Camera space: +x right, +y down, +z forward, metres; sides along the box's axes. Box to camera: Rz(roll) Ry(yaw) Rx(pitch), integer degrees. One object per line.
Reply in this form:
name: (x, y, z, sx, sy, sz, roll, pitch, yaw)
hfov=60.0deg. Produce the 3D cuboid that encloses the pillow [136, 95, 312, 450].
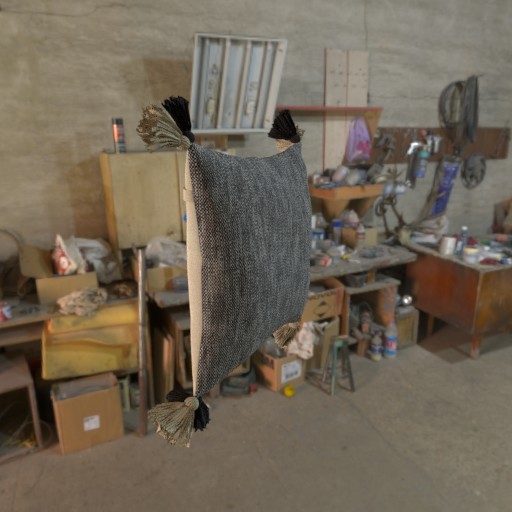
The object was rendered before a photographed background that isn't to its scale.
pillow: (0.000, 0.000, 0.993, 0.170, 0.659, 0.654, 8, 16, 28)
